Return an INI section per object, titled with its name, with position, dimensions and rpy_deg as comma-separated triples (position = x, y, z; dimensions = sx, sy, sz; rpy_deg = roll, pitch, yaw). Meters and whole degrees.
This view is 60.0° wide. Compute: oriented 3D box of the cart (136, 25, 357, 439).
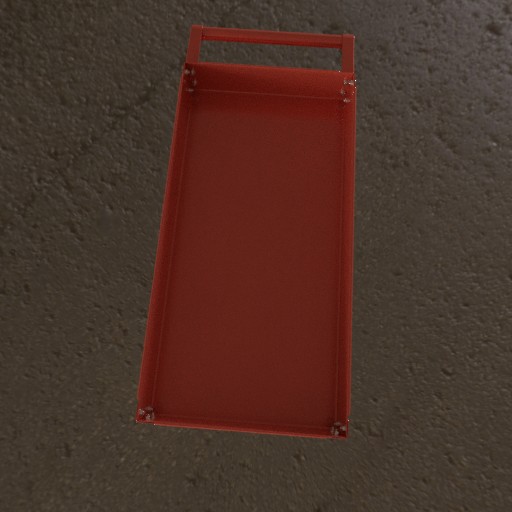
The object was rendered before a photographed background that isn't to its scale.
[cart]
position = 0.000, 0.000, 1.137
dimensions = 0.366, 0.719, 0.779
rpy_deg = 4, 75, 1
